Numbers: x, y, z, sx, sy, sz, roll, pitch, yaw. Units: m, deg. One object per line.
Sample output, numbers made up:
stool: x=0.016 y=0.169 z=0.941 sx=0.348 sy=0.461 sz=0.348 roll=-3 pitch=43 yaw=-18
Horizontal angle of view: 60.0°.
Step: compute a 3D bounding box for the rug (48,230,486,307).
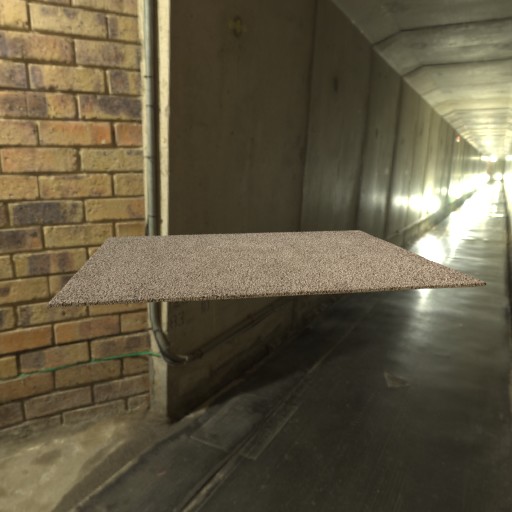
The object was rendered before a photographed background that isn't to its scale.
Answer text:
rug: x=0.000 y=0.000 z=4.176 sx=3.047 sy=0.029 sz=2.438 roll=-2 pitch=13 yaw=-9
